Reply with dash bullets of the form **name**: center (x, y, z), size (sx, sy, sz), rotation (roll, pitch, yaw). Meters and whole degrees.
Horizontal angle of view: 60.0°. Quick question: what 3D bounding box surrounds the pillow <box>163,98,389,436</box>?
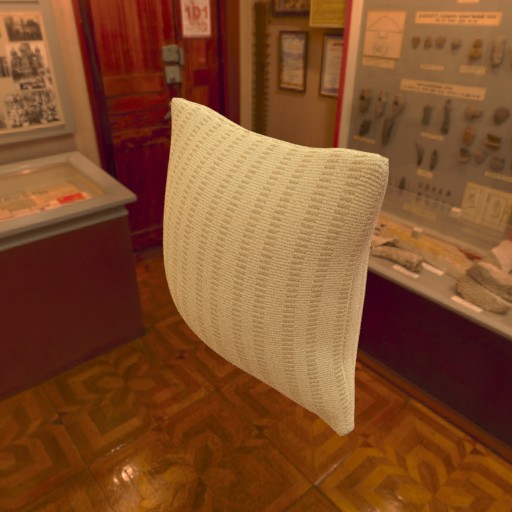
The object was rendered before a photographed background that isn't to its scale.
- **pillow**: center (0.000, 0.000, 0.693), size (0.247, 0.419, 0.438), rotation (-21, 36, -33)
